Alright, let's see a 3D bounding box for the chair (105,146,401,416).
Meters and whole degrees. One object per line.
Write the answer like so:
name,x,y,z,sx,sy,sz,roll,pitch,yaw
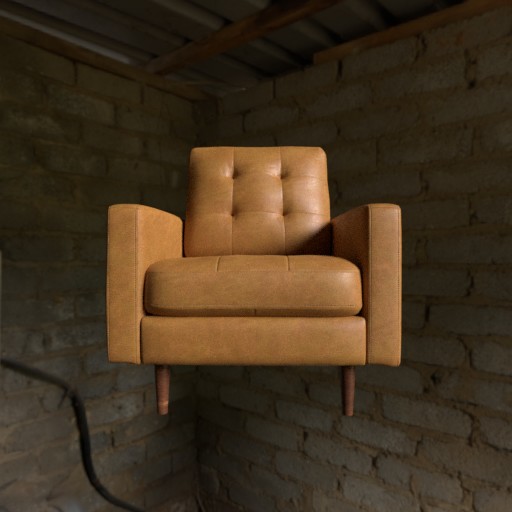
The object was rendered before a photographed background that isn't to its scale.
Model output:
chair,0.000,0.000,1.591,0.831,0.896,0.868,0,1,1
